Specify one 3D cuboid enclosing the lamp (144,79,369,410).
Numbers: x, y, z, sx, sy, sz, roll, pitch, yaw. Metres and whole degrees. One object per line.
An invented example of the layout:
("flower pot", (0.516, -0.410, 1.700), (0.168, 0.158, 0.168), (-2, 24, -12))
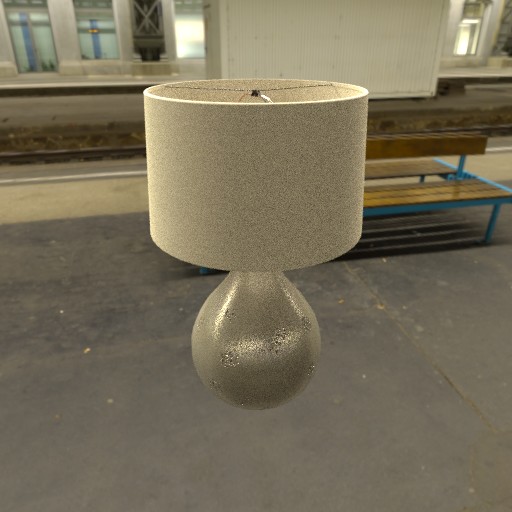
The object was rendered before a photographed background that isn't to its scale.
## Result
("lamp", (0.000, 0.000, 0.734), (0.330, 0.521, 0.330), (0, 26, 0))
